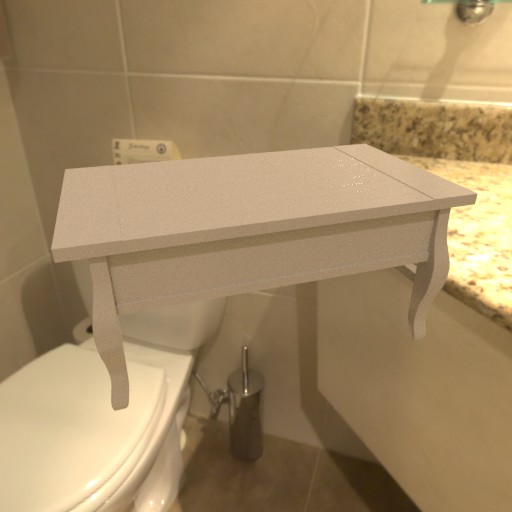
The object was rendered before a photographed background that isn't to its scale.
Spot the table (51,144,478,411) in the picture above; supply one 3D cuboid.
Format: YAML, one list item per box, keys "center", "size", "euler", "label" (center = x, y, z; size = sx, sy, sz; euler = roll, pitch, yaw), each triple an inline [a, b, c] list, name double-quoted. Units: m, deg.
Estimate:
- center: [0.000, 0.000, 1.402]
  size: [1.062, 0.495, 0.600]
  euler: [-9, 29, -16]
  label: "table"
